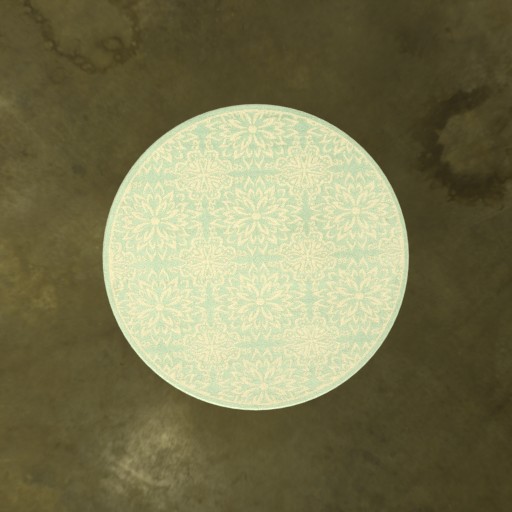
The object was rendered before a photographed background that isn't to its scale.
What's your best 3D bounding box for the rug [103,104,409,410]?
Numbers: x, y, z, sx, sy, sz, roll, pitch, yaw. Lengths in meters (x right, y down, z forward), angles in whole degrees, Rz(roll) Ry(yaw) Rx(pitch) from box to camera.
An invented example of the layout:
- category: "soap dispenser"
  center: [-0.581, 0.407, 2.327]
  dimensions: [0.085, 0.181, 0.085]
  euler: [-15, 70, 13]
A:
- category: "rug"
  center: [0.000, 0.000, 2.306]
  dimensions: [1.593, 0.012, 1.593]
  euler: [0, 89, 0]
